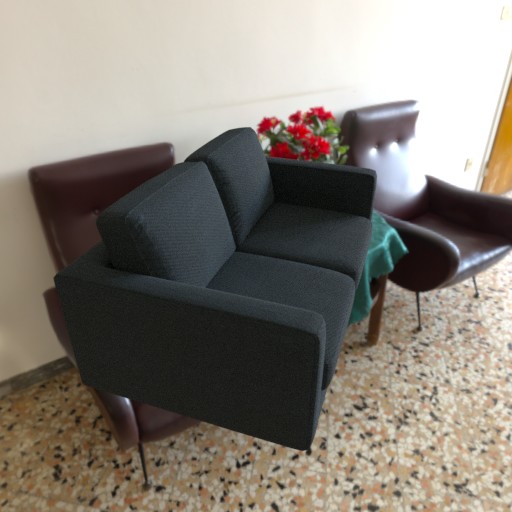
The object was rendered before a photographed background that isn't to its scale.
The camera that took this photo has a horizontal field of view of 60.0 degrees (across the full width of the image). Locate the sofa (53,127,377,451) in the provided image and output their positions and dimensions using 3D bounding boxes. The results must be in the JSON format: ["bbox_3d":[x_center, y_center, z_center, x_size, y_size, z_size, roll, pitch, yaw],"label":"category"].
[{"bbox_3d":[0.000,0.000,2.162,0.999,0.930,1.518,10,32,17],"label":"sofa"}]
